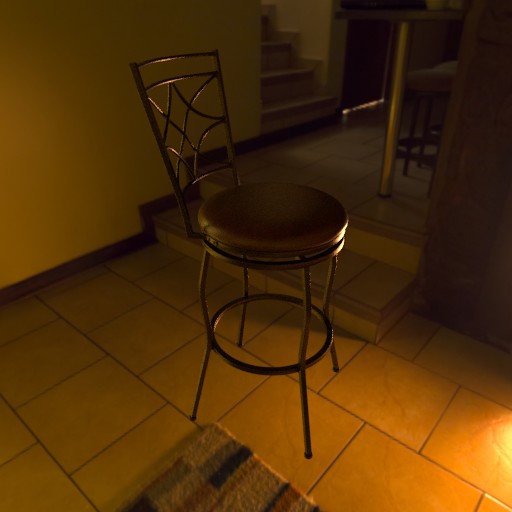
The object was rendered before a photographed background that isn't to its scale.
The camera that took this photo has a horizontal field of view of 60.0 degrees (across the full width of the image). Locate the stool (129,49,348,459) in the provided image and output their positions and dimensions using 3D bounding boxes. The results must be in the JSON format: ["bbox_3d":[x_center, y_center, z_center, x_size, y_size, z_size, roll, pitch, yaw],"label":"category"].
[{"bbox_3d":[0.000,0.000,1.362,0.534,1.117,0.434,11,31,18],"label":"stool"}]
